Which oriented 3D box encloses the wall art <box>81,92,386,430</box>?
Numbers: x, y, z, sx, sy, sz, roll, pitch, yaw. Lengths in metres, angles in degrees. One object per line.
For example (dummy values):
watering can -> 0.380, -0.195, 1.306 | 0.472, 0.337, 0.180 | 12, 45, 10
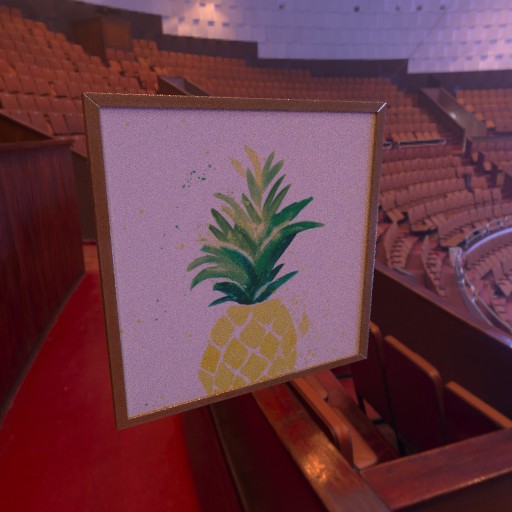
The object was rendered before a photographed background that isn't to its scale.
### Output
wall art -> 0.000, 0.000, 1.136 | 0.762, 0.760, 0.037 | -8, 18, -26
